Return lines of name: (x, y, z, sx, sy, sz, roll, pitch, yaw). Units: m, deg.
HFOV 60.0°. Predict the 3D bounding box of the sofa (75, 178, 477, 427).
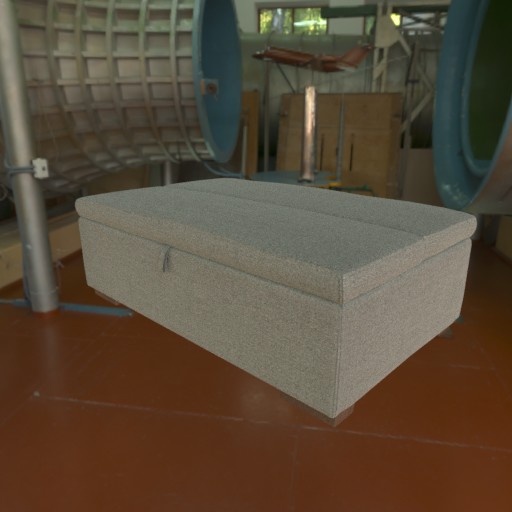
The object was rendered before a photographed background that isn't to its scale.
sofa: (0.000, 0.000, 1.629, 1.250, 0.434, 0.817, 16, 24, 42)
